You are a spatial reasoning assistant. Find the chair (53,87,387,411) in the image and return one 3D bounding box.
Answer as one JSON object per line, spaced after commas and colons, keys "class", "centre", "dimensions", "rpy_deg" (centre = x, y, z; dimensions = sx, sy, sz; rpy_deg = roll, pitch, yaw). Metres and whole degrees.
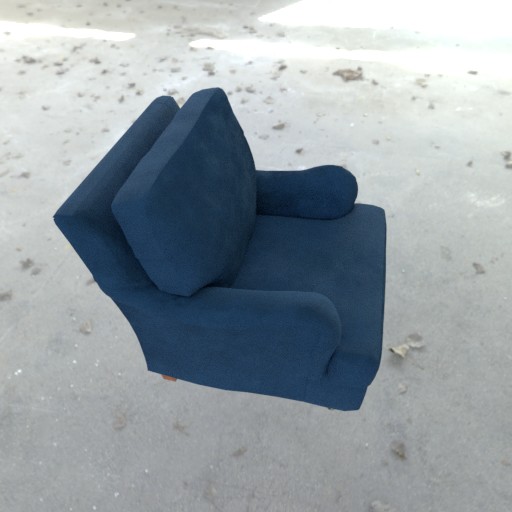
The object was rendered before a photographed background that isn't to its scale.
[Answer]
{"class": "chair", "centre": [0.000, 0.000, 1.840], "dimensions": [1.078, 1.076, 0.895], "rpy_deg": [9, 46, 9]}
